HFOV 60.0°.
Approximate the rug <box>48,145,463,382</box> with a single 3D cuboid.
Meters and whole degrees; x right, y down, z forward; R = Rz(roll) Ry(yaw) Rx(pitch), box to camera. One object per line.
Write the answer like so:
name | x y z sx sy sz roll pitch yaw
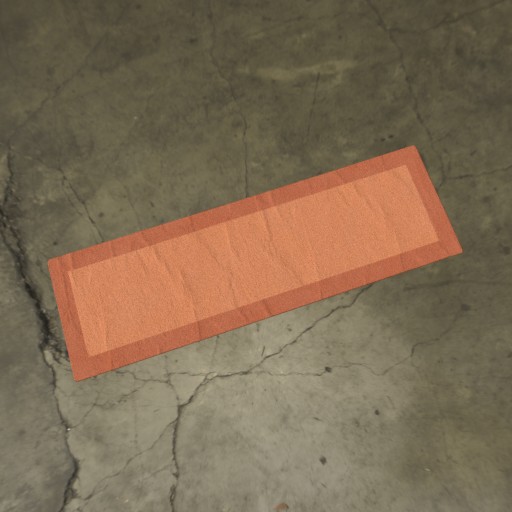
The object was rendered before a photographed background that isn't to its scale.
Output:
rug | 0.000 0.000 2.700 2.471 0.013 0.914 -22 77 -5
